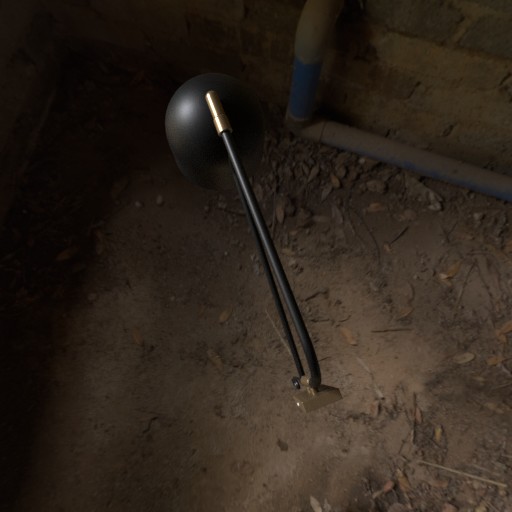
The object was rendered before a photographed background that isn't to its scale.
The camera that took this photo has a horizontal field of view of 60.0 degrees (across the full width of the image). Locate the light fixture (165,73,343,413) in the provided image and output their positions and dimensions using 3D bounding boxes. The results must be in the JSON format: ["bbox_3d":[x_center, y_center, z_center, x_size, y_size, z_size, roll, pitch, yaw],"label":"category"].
[{"bbox_3d":[0.000,0.000,1.104,0.215,0.696,0.720,-20,77,-5],"label":"light fixture"}]
